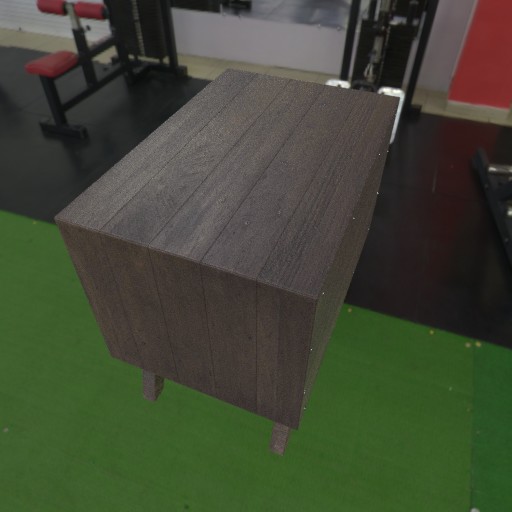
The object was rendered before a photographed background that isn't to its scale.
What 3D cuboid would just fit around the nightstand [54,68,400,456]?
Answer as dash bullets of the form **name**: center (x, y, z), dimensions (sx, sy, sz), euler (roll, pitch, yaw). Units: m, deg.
- **nightstand**: center (0.000, 0.000, 1.070), dimensions (0.450, 0.599, 0.650), euler (16, 47, 16)
